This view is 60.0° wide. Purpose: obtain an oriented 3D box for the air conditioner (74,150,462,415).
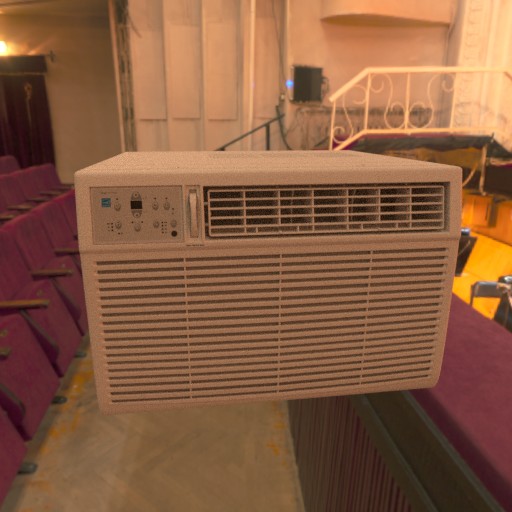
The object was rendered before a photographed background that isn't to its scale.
[{"bbox_3d":[0.000,0.000,1.048,0.645,0.455,0.599,-2,16,-8],"label":"air conditioner"}]
